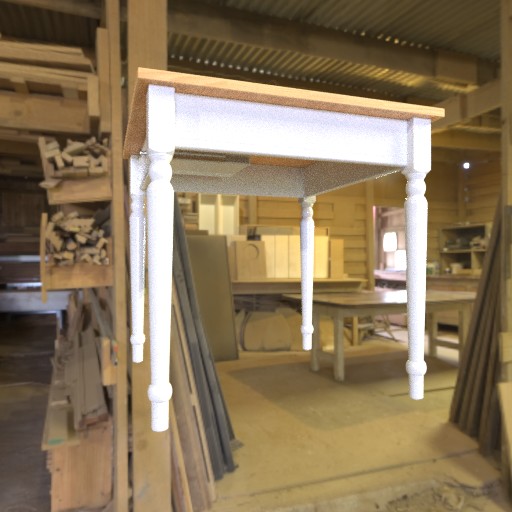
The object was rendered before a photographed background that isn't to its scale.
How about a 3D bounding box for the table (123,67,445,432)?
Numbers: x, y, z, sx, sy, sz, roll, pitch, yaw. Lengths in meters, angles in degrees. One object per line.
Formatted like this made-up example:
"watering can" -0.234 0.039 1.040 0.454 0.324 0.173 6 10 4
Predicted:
"table" 0.000 0.000 1.344 0.747 0.738 0.747 0 0 -19
